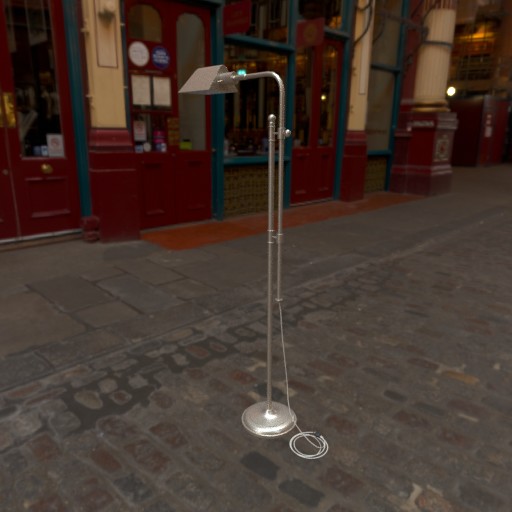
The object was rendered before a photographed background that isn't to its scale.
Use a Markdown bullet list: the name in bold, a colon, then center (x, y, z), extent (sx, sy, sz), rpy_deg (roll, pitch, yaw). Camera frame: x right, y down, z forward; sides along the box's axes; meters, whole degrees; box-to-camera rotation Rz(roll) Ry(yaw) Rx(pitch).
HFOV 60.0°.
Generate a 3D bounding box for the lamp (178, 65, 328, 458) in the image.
- **lamp**: center (0.000, 0.000, 1.922), extent (0.256, 1.571, 0.813), rpy_deg (-15, 22, -43)
